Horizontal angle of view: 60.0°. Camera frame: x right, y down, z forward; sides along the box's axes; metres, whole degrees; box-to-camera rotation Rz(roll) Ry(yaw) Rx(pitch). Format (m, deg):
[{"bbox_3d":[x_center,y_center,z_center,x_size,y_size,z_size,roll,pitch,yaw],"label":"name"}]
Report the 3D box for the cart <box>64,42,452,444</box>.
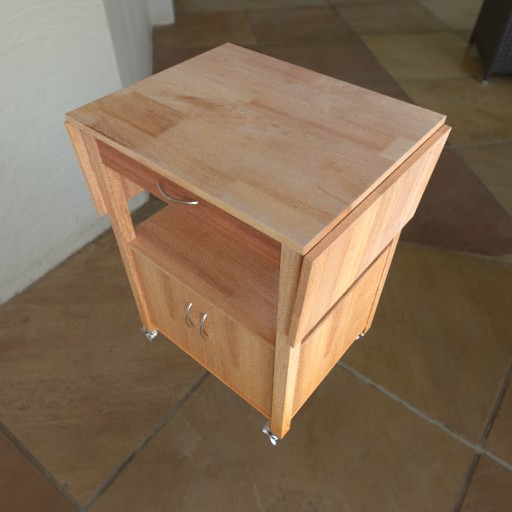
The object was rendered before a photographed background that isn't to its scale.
[{"bbox_3d":[0.000,0.000,1.212,0.640,0.838,0.508,31,54,26],"label":"cart"}]
